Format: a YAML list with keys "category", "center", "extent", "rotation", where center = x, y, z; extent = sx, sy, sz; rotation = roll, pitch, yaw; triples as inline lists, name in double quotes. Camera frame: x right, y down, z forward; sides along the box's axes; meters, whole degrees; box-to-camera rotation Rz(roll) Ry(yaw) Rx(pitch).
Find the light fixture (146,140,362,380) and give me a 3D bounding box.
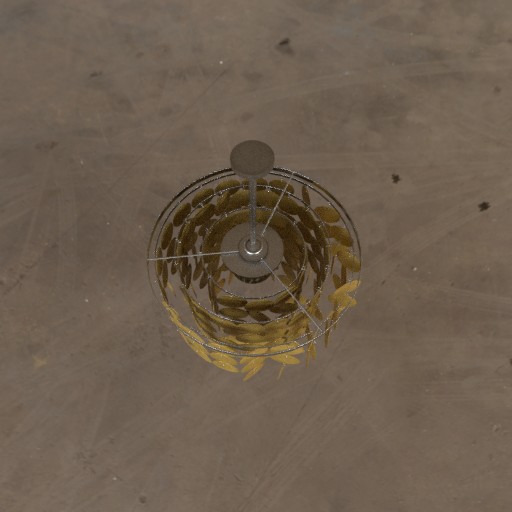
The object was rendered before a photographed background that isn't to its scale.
- category: "light fixture"
  center: [0.000, 0.000, 0.745]
  extent: [0.368, 0.492, 0.368]
  rotation: [0, 62, 0]
